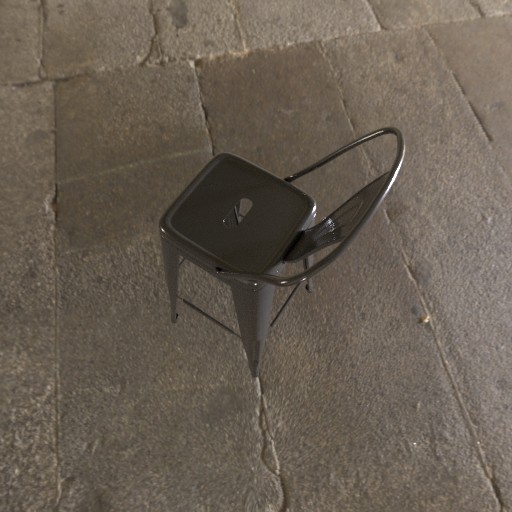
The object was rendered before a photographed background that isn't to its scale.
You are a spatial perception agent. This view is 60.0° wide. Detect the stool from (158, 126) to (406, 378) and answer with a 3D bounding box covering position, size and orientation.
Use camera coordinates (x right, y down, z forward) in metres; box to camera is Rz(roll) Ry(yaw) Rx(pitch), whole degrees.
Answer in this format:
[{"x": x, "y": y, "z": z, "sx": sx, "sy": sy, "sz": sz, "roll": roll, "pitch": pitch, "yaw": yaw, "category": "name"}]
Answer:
[{"x": 0.000, "y": 0.000, "z": 1.297, "sx": 0.528, "sy": 1.022, "sz": 0.432, "roll": 31, "pitch": 68, "yaw": 14, "category": "stool"}]
